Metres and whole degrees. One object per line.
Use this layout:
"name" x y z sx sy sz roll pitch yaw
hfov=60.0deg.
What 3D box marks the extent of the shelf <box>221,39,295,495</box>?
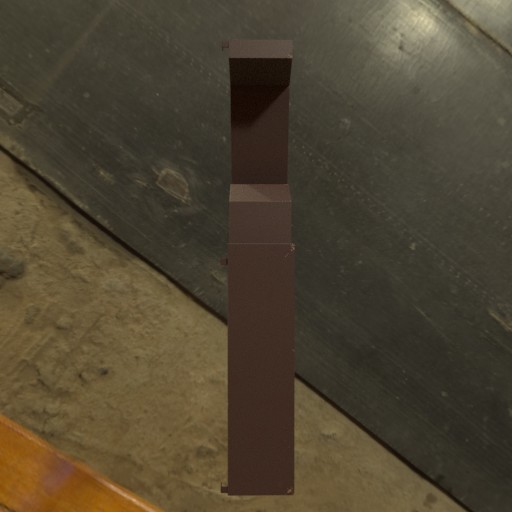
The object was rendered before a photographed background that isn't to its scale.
"shelf" 0.000 0.000 0.893 0.112 0.439 0.729 0 90 -1
